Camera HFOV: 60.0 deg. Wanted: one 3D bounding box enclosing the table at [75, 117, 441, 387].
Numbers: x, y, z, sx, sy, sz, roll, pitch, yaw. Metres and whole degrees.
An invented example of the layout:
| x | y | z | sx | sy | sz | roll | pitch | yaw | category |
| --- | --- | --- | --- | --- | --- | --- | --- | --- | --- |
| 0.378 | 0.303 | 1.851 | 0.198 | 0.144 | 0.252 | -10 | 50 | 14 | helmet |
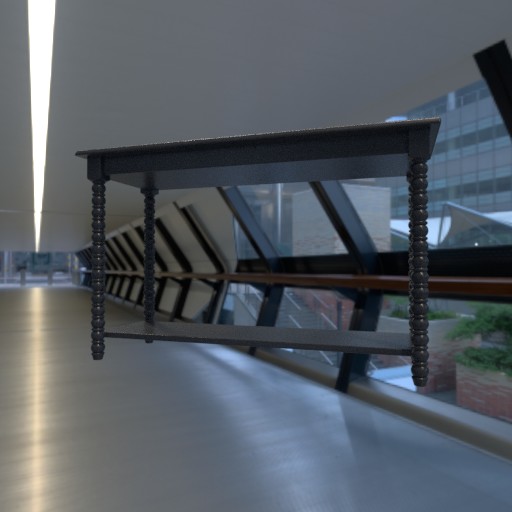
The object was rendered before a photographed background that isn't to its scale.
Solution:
| x | y | z | sx | sy | sz | roll | pitch | yaw | category |
| --- | --- | --- | --- | --- | --- | --- | --- | --- | --- |
| 0.000 | 0.000 | 1.570 | 1.184 | 0.735 | 0.459 | 0 | -1 | 18 | table |
